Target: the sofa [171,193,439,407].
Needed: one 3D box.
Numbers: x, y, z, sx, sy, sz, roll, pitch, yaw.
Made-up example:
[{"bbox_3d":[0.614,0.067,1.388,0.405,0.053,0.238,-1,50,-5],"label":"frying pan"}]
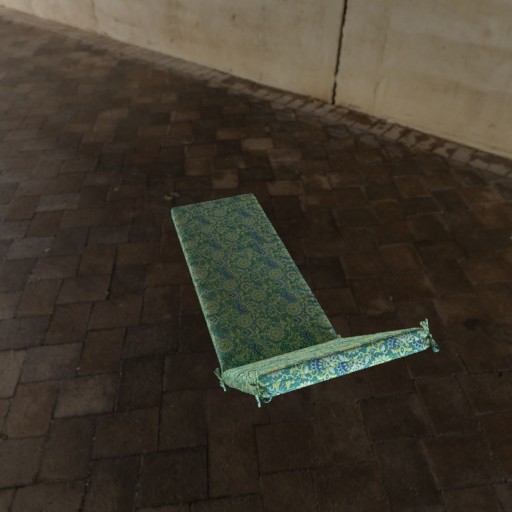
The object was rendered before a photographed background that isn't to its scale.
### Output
[{"bbox_3d":[0.000,0.000,1.946,0.582,0.622,1.663,-13,43,-14],"label":"sofa"}]
